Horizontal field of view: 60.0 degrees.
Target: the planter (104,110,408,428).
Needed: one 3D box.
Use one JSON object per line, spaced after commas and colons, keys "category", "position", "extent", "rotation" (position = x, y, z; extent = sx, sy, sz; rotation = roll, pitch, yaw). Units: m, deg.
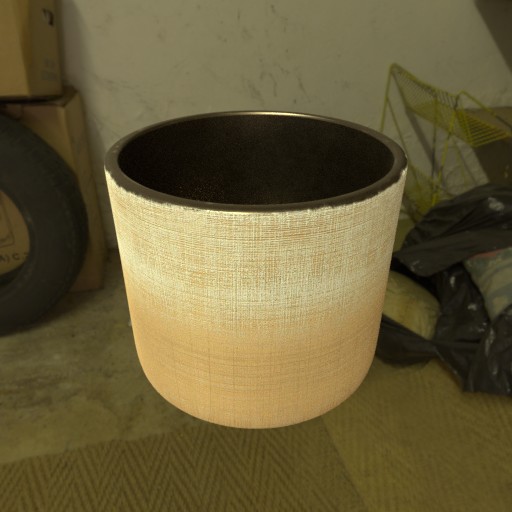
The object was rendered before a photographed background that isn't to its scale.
{"category": "planter", "position": [0.000, 0.000, 0.435], "extent": [0.254, 0.221, 0.254], "rotation": [0, 32, 0]}
